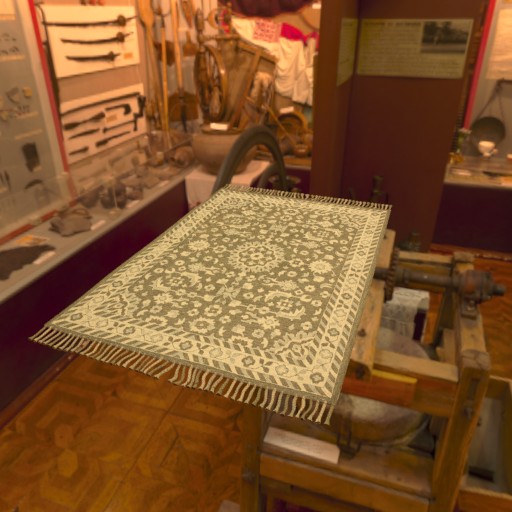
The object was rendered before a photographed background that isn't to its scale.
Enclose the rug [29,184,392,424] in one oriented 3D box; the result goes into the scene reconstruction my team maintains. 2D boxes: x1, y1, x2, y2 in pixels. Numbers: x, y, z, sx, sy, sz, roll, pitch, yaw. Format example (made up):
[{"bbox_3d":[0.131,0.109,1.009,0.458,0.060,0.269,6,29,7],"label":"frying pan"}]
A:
[{"bbox_3d":[0.000,0.000,2.948,1.530,0.025,2.431,10,30,18],"label":"rug"}]
